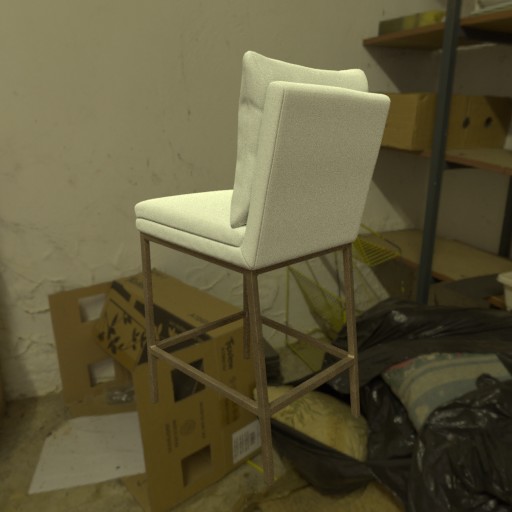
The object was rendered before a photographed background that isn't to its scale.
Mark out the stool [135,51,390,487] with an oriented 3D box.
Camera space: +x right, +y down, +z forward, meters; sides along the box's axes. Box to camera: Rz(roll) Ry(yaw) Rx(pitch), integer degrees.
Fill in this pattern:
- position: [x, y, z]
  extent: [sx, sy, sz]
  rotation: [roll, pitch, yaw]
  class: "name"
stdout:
- position: [0.000, 0.000, 1.311]
  extent: [0.572, 1.032, 0.463]
  rotation: [15, 22, 43]
  class: "stool"
